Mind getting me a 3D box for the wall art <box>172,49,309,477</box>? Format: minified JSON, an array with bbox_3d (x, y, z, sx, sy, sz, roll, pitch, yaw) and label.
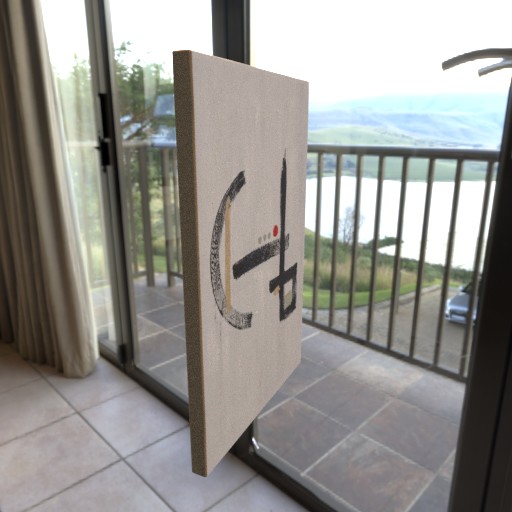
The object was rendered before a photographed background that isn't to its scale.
[{"bbox_3d":[0.000,0.000,1.171,0.048,0.916,0.602,8,18,26],"label":"wall art"}]
